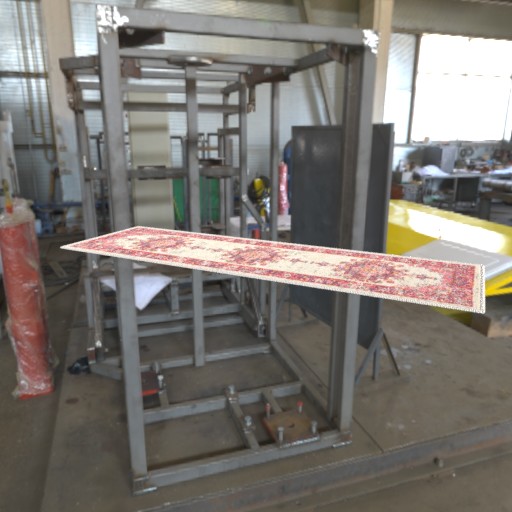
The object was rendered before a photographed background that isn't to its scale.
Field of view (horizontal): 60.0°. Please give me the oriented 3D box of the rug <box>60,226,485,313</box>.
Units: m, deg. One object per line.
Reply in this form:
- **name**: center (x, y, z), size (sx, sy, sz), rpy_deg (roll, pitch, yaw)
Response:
- **rug**: center (0.000, 0.000, 1.973), size (1.824, 0.009, 0.562), rpy_deg (7, 17, 25)
